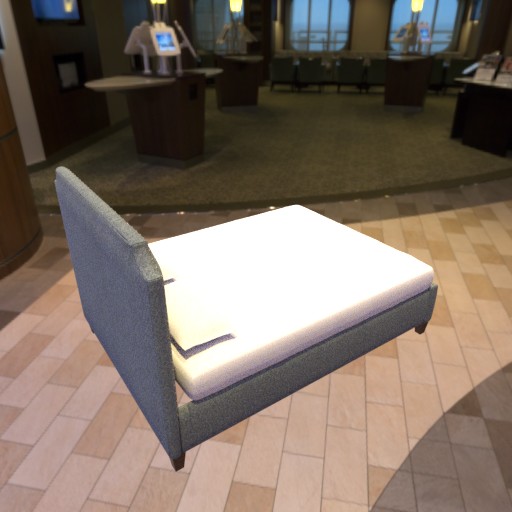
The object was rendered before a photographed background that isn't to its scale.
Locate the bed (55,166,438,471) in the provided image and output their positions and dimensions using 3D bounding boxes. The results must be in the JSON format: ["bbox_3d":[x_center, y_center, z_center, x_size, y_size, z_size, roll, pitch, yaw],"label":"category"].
[{"bbox_3d":[0.000,0.000,3.388,2.372,1.443,1.712,-18,33,-30],"label":"bed"}]
